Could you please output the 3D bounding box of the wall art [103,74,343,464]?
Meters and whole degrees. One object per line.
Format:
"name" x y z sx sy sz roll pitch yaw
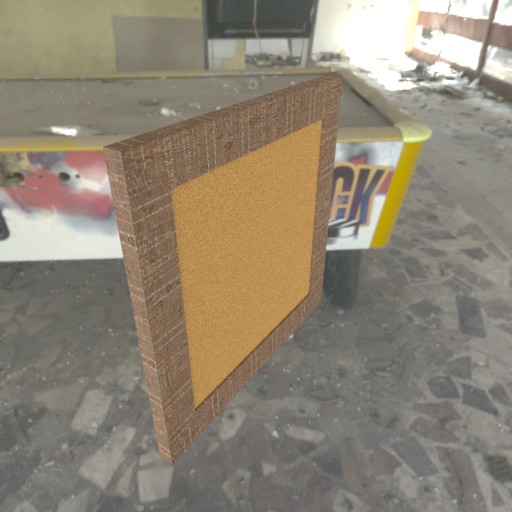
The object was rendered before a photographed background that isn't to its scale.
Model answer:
"wall art" 0.000 0.000 0.787 0.029 0.531 0.531 20 37 29
